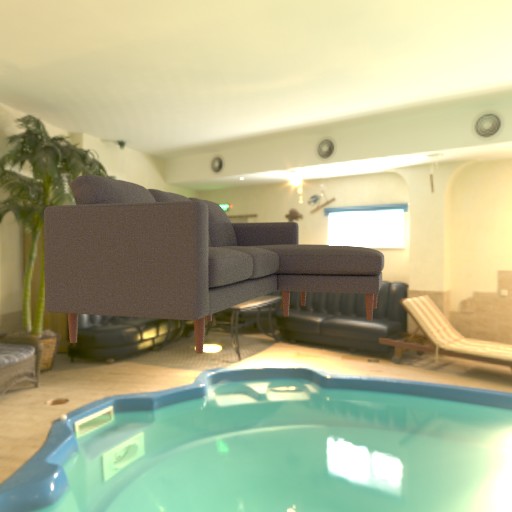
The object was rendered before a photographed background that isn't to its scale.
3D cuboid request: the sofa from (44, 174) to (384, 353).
[{"bbox_3d":[0.000,0.000,2.930,1.591,0.897,2.031,0,1,18],"label":"sofa"}]
